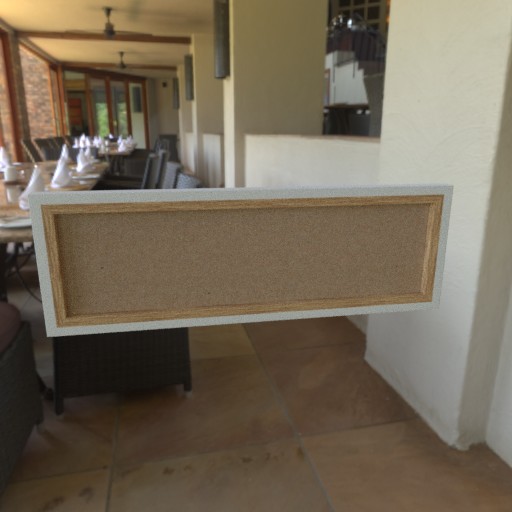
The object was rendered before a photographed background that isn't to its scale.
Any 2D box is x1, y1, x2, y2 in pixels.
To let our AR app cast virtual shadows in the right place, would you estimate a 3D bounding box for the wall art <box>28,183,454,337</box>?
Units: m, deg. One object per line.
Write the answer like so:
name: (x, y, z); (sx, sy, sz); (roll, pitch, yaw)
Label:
wall art: (0.000, 0.000, 0.837); (0.763, 0.255, 0.038); (-3, 16, -10)
